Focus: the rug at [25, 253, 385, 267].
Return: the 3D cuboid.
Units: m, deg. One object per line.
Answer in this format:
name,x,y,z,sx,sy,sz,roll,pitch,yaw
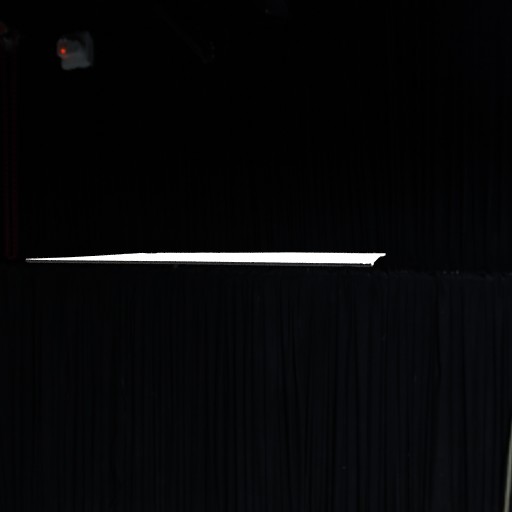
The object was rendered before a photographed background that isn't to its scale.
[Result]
rug,0.000,0.000,3.726,2.032,0.038,2.869,0,1,18
